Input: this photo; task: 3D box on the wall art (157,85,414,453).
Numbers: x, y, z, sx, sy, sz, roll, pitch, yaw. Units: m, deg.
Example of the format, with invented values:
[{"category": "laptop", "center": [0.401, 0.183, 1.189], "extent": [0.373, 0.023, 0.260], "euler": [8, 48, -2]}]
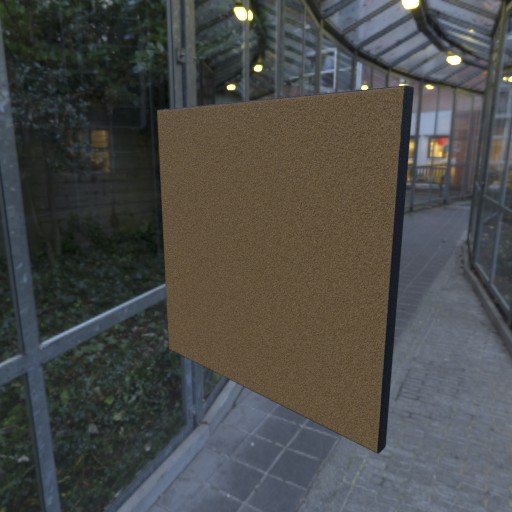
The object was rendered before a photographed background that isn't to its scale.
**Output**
[{"category": "wall art", "center": [0.000, 0.000, 0.682], "extent": [0.456, 0.453, 0.022], "euler": [12, 18, 42]}]
